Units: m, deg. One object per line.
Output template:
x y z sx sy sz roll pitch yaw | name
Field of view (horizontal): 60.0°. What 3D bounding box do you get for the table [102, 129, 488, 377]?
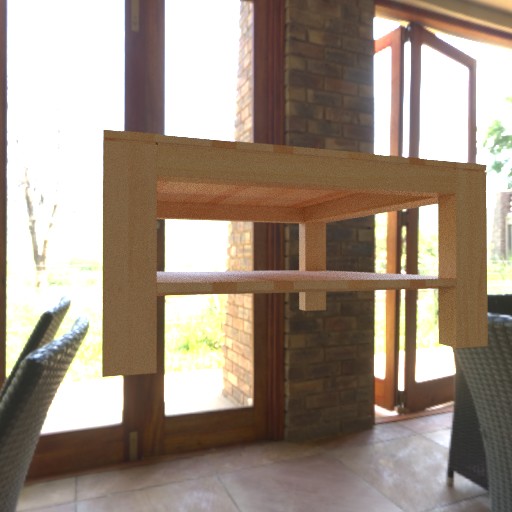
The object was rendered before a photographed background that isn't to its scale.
0.000 0.000 1.374 0.900 0.450 0.900 0 -1 -19 | table
